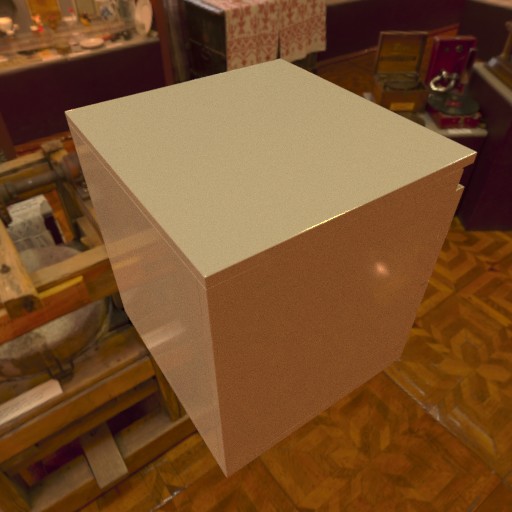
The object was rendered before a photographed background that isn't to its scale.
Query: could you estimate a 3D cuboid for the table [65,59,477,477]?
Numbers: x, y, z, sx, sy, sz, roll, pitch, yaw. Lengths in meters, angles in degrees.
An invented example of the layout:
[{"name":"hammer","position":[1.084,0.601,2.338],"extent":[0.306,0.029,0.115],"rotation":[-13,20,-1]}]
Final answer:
[{"name":"table","position":[0.000,0.000,0.770],"extent":[0.400,0.470,0.420],"rotation":[-25,48,-25]}]
